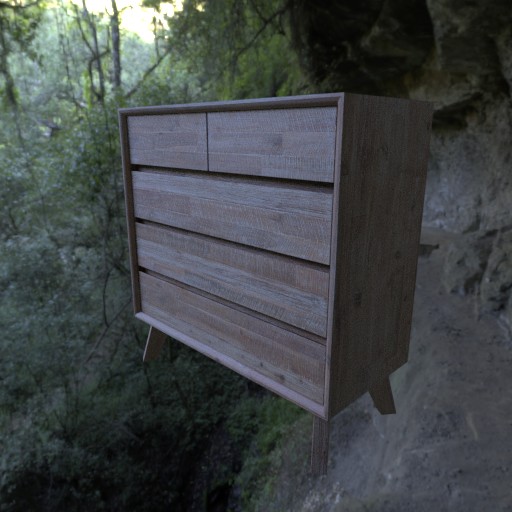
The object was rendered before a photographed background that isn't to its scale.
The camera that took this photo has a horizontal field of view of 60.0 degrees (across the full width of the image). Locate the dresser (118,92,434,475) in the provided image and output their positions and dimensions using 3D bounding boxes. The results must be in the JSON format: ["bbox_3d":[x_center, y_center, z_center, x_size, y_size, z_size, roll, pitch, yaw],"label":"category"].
[{"bbox_3d":[0.000,0.000,1.599,0.998,1.029,0.455,15,22,43],"label":"dresser"}]
